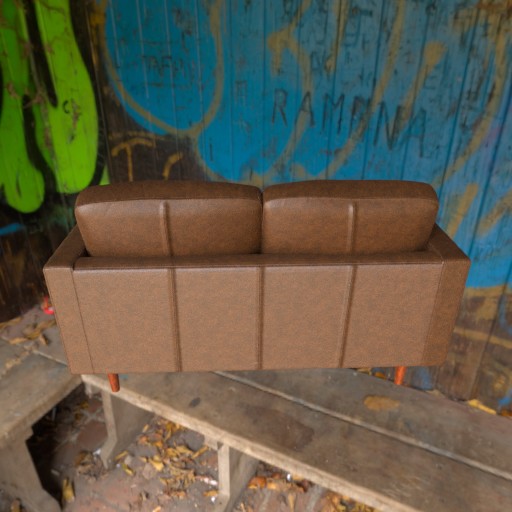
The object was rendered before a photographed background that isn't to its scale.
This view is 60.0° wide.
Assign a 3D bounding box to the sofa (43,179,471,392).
[{"bbox_3d":[0.000,0.000,2.117,1.578,0.951,0.909,-1,28,-2],"label":"sofa"}]
